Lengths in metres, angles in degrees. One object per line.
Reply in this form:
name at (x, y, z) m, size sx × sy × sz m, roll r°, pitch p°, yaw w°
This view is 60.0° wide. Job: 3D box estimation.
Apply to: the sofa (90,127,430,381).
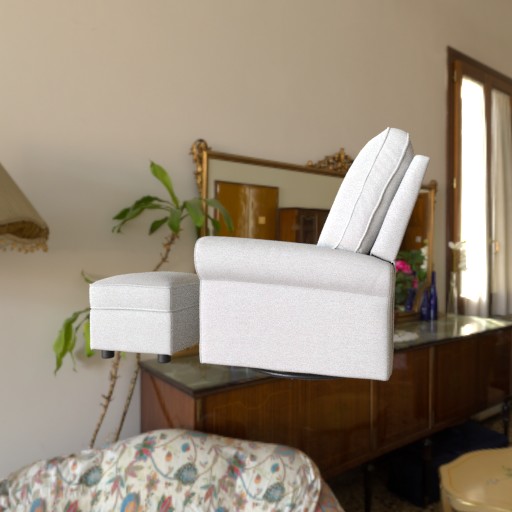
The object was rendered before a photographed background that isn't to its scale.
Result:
sofa at (0.000, 0.000, 2.083) m, size 1.478 × 0.959 × 0.880 m, roll 0°, pitch 0°, yaw 17°
